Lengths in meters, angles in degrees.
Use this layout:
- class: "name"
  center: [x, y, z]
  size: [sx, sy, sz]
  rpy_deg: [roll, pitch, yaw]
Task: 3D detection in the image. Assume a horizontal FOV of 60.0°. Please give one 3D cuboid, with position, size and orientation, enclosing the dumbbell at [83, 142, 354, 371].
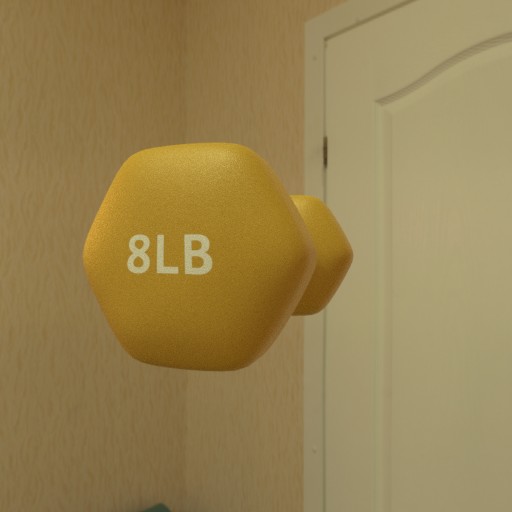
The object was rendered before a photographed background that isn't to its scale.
- class: "dumbbell"
  center: [0.000, 0.000, 0.238]
  size: [0.090, 0.082, 0.190]
  rpy_deg: [0, 0, 18]
